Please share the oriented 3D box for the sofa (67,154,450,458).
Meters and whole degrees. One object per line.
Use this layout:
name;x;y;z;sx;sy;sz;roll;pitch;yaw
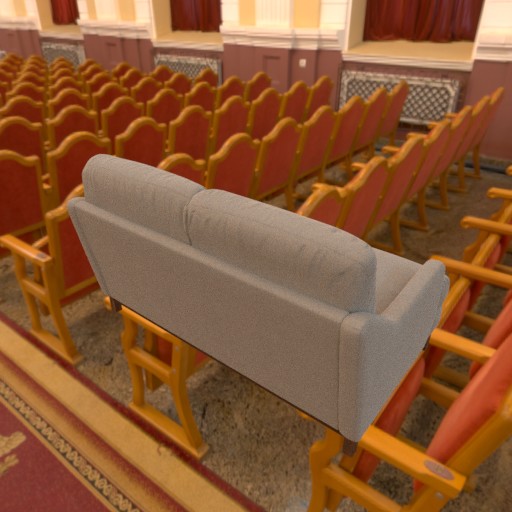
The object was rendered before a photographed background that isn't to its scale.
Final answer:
sofa;0.000;0.000;2.140;1.589;0.921;0.987;21;36;33
